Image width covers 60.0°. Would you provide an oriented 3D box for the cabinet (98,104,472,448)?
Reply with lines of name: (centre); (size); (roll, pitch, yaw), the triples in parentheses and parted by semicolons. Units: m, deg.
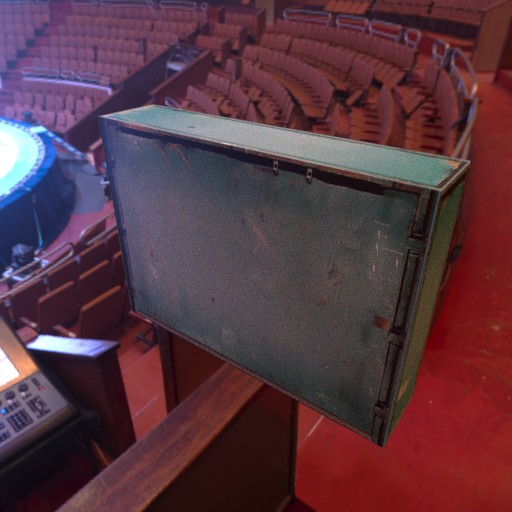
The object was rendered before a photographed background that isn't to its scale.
cabinet: (0.000, 0.000, 3.956); (3.001, 2.160, 0.680); (20, 36, 31)
